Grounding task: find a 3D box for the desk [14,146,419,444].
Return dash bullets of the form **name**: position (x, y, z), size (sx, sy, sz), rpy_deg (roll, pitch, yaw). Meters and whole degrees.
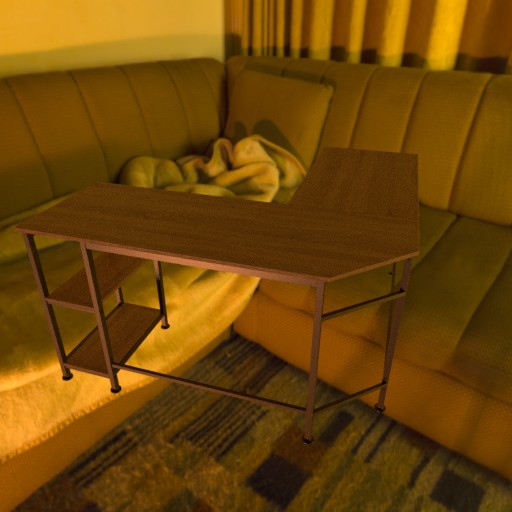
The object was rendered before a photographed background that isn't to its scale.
- **desk**: position (0.000, 0.000, 2.154), size (1.379, 0.739, 1.379), rpy_deg (9, 31, 15)
